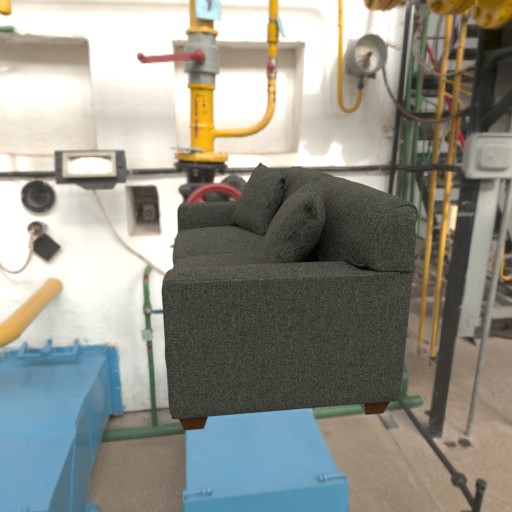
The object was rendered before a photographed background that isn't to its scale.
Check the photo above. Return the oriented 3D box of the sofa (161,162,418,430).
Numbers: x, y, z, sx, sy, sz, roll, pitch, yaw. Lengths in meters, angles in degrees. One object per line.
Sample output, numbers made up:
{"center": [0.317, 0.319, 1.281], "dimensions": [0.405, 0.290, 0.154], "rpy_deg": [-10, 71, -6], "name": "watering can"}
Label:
{"center": [0.000, 0.000, 2.542], "dimensions": [0.998, 0.958, 1.846], "rpy_deg": [-2, 16, -7], "name": "sofa"}
